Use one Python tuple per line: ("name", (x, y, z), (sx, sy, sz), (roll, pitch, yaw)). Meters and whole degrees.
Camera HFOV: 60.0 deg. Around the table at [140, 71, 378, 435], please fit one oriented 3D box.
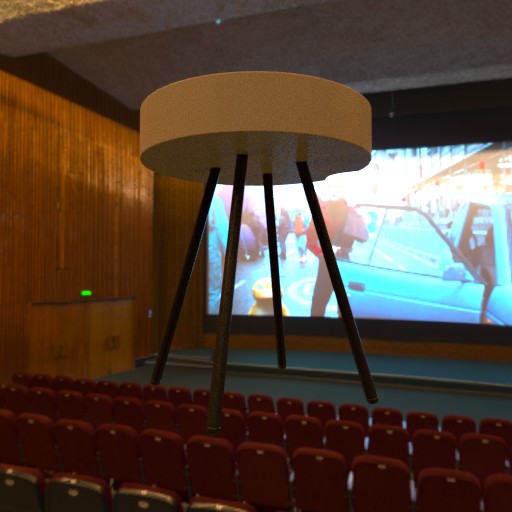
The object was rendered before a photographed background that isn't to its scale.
("table", (0.000, 0.000, 0.851), (0.450, 0.525, 0.450), (0, -1, 0))
